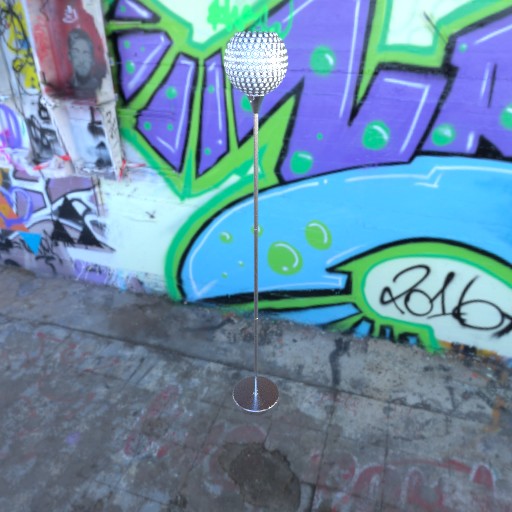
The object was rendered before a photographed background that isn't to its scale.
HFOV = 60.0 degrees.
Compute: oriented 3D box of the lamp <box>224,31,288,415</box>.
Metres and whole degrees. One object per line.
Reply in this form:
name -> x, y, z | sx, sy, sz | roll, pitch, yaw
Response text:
lamp -> 0.000, 0.000, 1.997 | 0.254, 1.805, 0.254 | 0, 30, 0
